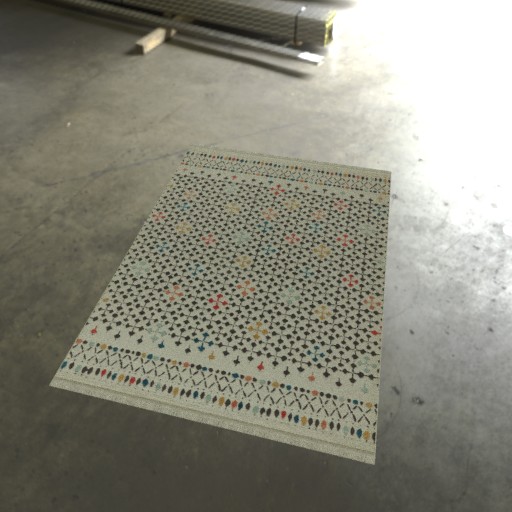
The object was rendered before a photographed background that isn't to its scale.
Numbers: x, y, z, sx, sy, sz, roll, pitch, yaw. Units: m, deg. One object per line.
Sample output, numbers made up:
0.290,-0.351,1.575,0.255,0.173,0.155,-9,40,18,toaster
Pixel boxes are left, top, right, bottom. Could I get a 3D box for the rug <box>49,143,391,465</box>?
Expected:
0.000,0.000,4.105,2.354,0.007,3.196,10,49,9,rug
